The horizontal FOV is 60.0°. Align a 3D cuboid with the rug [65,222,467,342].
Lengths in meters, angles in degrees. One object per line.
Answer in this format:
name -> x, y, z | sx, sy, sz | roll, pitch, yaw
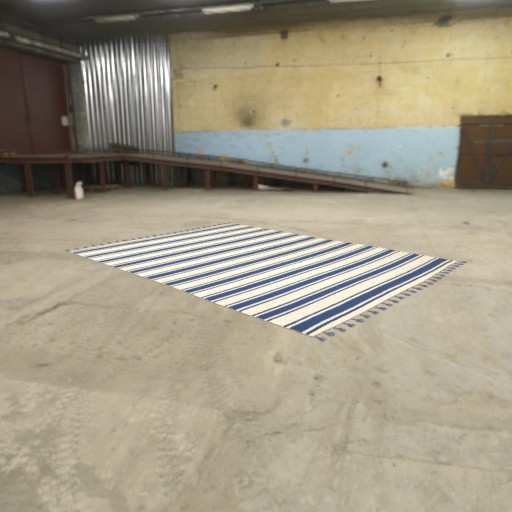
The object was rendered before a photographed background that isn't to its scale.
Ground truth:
rug -> 0.000, 0.000, 4.551 | 3.416, 0.016, 2.471 | 13, 19, 42
